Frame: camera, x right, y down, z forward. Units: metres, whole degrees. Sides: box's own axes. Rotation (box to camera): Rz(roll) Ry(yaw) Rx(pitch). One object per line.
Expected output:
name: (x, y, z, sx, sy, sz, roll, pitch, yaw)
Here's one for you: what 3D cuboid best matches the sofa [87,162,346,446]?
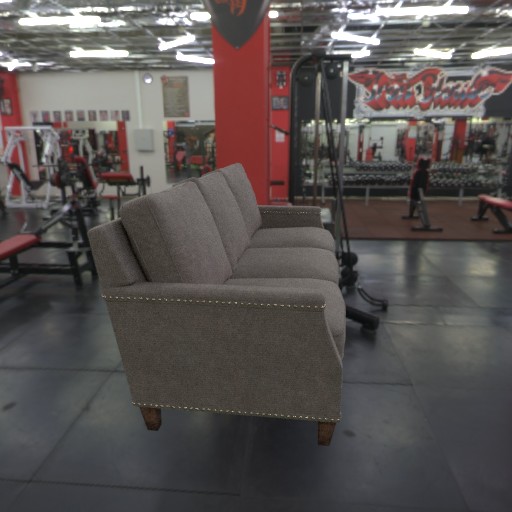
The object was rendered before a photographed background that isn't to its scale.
sofa: (0.000, 0.000, 2.788, 1.034, 1.042, 2.226, 2, 15, 7)
